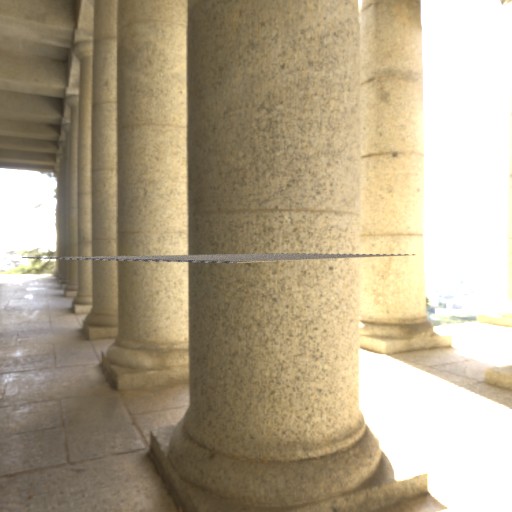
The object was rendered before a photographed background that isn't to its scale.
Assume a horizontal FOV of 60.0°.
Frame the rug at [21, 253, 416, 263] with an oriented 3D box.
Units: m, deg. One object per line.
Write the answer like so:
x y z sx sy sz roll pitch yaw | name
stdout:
0.000 0.000 2.581 1.248 0.009 2.108 1 1 35 | rug
